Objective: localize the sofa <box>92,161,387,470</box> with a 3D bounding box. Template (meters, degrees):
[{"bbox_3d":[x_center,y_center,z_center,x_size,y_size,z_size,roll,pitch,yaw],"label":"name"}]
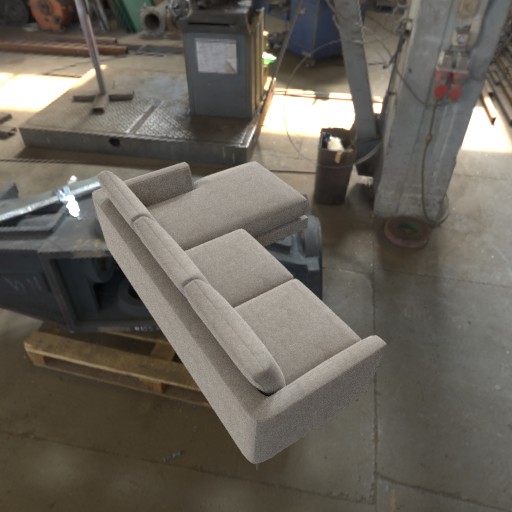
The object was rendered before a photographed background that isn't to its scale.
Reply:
[{"bbox_3d":[0.000,0.000,3.289,1.626,0.864,2.438,-24,47,-25],"label":"sofa"}]
